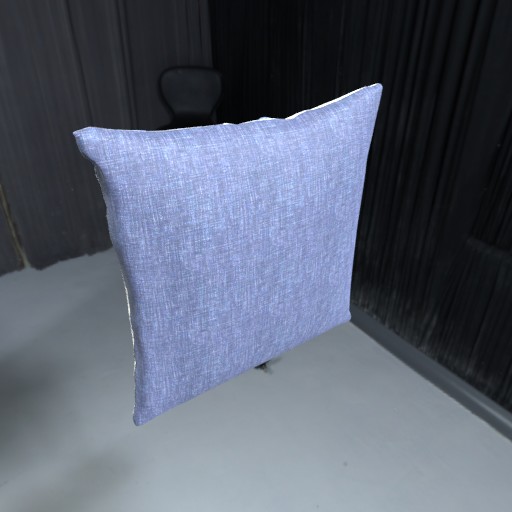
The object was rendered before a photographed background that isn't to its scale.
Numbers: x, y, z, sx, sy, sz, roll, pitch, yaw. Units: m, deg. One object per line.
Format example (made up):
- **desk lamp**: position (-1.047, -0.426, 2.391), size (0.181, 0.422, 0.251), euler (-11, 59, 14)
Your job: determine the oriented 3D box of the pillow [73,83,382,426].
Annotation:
- **pillow**: position (0.000, 0.000, 0.756), size (0.510, 0.510, 0.145), euler (-20, 37, -29)
